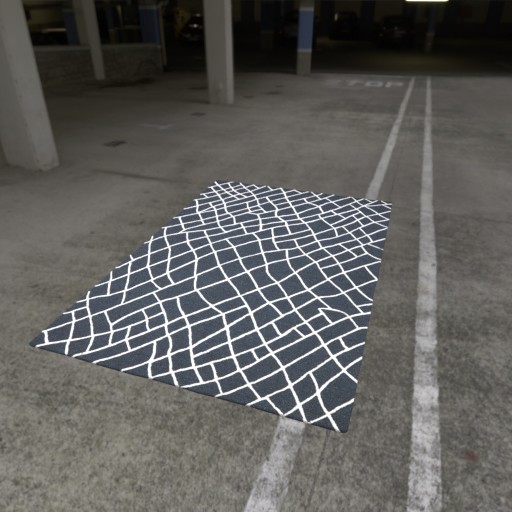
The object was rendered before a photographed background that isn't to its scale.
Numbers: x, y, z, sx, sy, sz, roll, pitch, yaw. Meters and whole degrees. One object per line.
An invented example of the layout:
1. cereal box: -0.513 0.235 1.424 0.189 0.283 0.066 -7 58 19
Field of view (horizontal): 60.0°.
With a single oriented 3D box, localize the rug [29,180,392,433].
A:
1. rug: 0.000 0.000 2.266 1.223 0.013 1.830 10 32 16
